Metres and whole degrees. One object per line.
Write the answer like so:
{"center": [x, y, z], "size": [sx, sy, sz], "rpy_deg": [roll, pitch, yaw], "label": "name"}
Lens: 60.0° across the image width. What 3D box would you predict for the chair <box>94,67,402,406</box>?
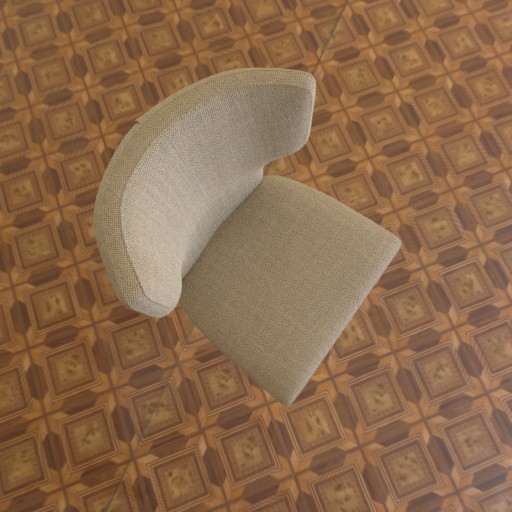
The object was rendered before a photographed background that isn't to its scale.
{"center": [0.000, 0.000, 1.230], "size": [0.617, 0.824, 0.611], "rpy_deg": [36, 78, 9], "label": "chair"}
